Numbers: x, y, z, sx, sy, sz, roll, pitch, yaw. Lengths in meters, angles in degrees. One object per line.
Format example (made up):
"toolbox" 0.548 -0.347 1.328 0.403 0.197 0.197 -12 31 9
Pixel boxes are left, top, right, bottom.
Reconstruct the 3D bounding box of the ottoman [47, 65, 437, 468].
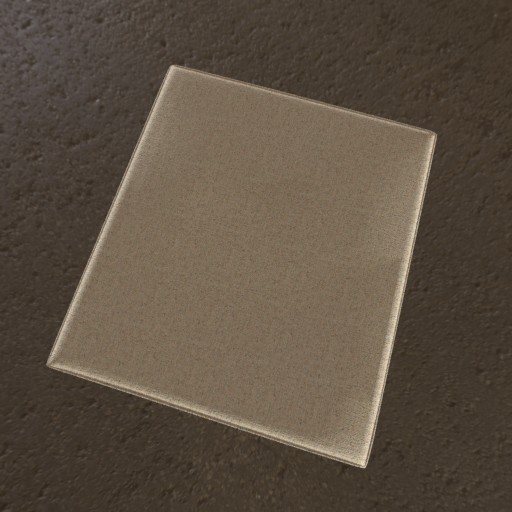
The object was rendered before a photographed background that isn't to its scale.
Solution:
"ottoman" 0.000 0.000 1.198 0.736 0.303 0.835 16 75 4
